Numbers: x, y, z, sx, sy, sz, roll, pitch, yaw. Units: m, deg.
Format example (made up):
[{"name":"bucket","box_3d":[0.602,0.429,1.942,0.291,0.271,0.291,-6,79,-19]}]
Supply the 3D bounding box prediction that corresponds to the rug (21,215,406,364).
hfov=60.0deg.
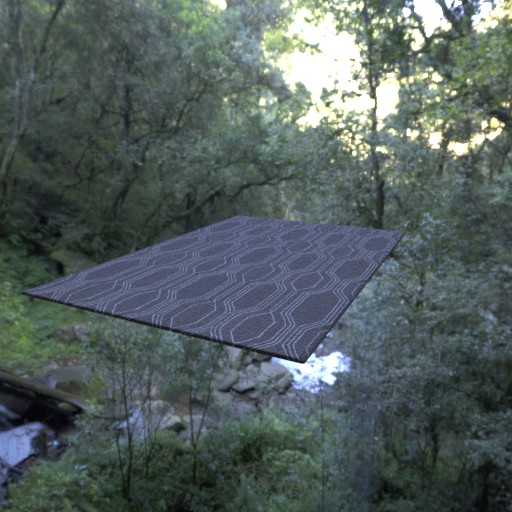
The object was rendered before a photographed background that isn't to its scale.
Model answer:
[{"name":"rug","box_3d":[0.000,0.000,2.332,1.239,0.012,1.836,8,18,26]}]
